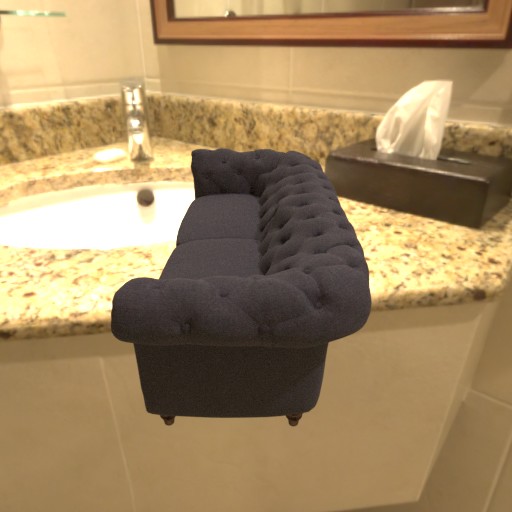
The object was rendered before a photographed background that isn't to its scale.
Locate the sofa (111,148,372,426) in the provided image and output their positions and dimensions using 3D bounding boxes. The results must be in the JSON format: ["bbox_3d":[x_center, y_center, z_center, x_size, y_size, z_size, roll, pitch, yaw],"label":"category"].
[{"bbox_3d":[0.000,0.000,2.724,1.046,0.836,2.335,0,27,0],"label":"sofa"}]
